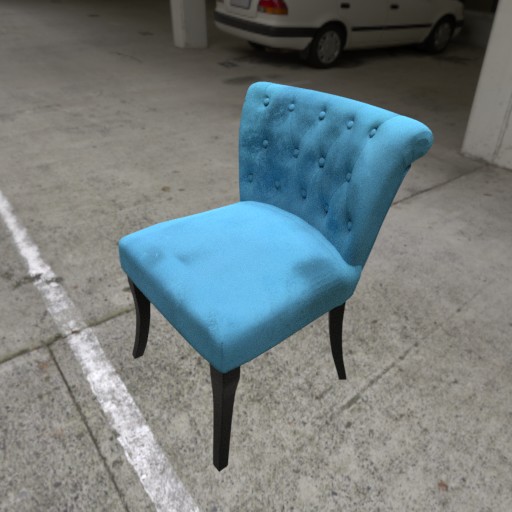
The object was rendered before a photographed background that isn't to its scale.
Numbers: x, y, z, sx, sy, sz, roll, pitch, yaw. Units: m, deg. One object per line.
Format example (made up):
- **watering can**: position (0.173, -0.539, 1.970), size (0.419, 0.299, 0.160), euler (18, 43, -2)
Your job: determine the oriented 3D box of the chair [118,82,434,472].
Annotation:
- **chair**: position (0.000, 0.000, 1.179), size (0.605, 0.750, 0.582), euler (-22, 38, -31)
